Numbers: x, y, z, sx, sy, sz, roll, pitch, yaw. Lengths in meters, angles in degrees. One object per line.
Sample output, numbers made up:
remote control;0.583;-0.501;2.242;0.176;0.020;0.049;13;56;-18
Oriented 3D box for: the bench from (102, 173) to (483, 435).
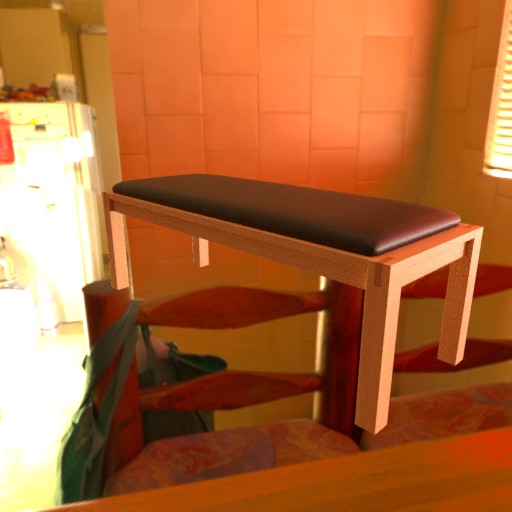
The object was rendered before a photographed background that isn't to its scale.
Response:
bench;0.000;0.000;1.442;0.450;0.430;1.202;-16;23;-41
